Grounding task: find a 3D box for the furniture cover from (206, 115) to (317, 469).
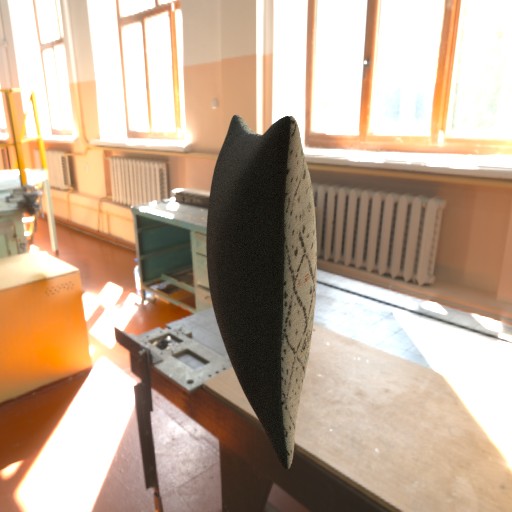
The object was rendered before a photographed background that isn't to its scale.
[{"bbox_3d":[0.000,0.000,0.812,0.180,0.498,0.525,-3,17,-9],"label":"furniture cover"}]
